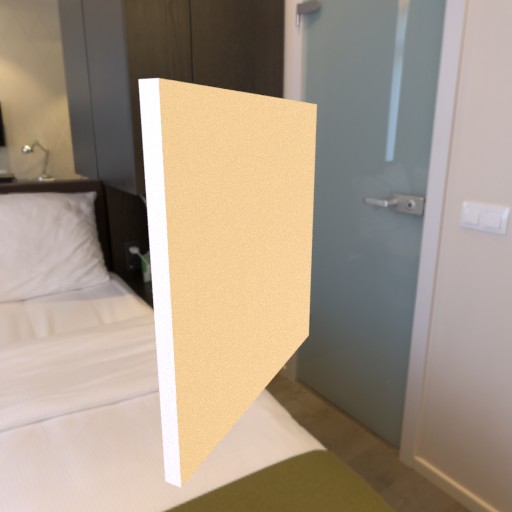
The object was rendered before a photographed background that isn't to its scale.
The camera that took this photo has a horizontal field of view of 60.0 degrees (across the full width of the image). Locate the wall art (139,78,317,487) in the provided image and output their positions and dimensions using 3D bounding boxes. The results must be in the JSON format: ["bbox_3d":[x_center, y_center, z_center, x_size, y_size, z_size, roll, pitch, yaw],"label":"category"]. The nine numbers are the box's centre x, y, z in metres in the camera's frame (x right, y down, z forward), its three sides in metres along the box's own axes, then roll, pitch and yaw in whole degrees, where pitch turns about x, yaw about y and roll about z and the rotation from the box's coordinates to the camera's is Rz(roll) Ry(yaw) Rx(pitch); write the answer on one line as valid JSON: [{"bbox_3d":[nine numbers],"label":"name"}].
[{"bbox_3d":[0.000,0.000,0.820,0.028,0.559,0.559,7,17,25],"label":"wall art"}]
